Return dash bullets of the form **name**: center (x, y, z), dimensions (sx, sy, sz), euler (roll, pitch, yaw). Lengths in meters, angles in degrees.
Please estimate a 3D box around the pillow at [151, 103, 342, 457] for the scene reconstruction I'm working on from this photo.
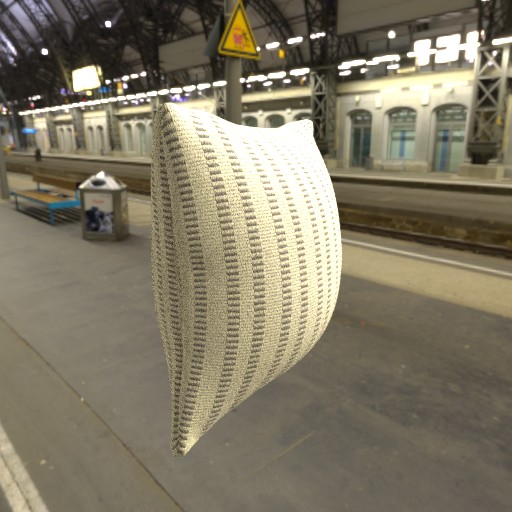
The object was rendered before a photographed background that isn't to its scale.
- **pillow**: center (0.000, 0.000, 0.681), dimensions (0.247, 0.419, 0.438), euler (7, 16, 25)
